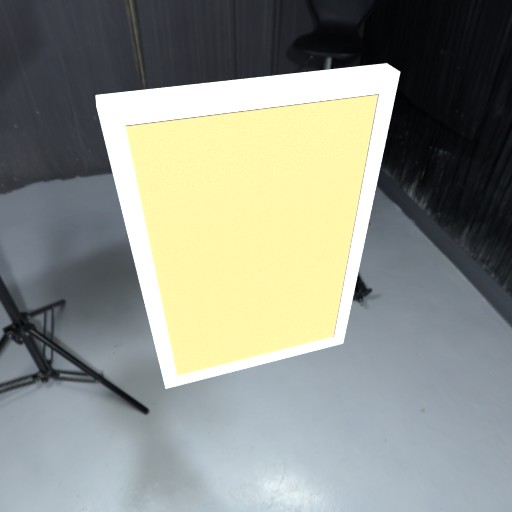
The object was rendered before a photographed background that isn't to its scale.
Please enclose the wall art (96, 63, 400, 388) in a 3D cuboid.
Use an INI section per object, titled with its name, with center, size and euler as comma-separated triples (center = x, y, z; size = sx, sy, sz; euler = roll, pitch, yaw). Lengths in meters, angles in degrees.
[wall art]
center = 0.000, 0.000, 0.788
size = 0.408, 0.611, 0.038
euler = -11, 43, -13
